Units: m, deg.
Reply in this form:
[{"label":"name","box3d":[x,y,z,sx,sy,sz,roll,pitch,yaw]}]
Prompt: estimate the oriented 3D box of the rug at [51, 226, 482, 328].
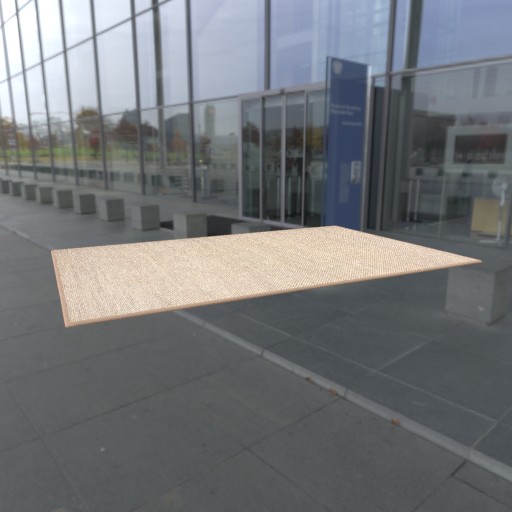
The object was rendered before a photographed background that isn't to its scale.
[{"label":"rug","box3d":[0.000,0.000,2.018,1.668,0.012,1.061,-6,15,-25]}]
